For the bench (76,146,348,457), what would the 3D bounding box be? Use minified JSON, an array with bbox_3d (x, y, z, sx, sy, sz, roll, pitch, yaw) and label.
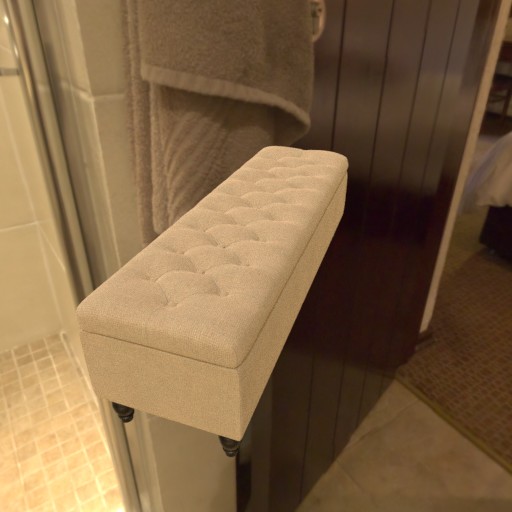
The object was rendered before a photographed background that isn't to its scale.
[{"bbox_3d":[0.000,0.000,1.732,0.455,0.467,1.480,10,32,17],"label":"bench"}]
